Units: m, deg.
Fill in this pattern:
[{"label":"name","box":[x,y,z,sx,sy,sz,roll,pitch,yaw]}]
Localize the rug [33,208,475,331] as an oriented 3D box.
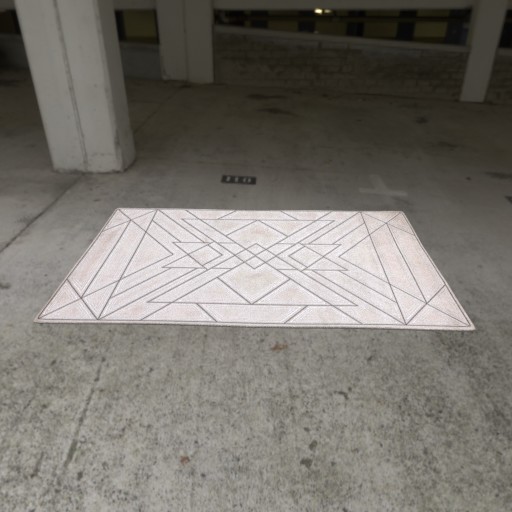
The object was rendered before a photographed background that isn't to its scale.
[{"label":"rug","box":[0.000,0.000,3.130,2.459,0.023,1.575,1,30,2]}]
